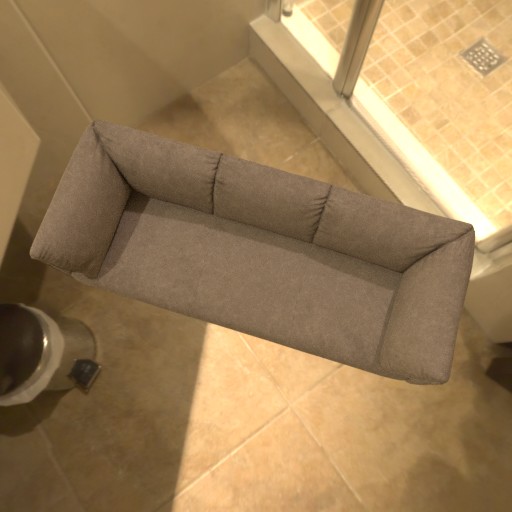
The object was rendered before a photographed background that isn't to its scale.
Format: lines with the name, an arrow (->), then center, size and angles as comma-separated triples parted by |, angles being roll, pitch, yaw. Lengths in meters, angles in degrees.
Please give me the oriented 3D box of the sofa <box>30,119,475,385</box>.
sofa -> 0.000, 0.000, 2.631 | 2.238, 0.758, 0.899 | 16, 76, 4
